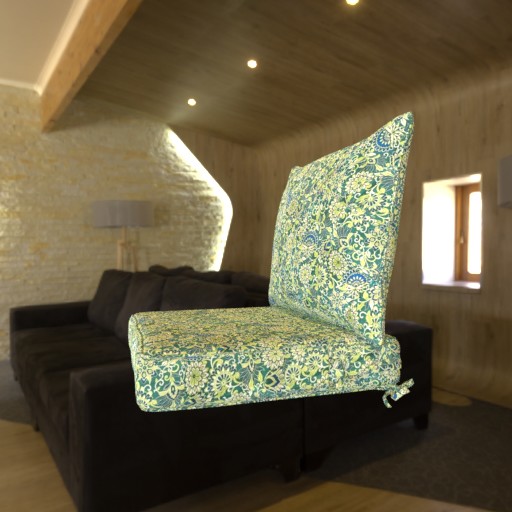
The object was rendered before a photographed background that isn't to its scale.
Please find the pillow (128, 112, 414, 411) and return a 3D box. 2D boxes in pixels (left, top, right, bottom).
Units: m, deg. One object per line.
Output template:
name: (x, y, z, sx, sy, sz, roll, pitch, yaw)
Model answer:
pillow: (0.000, 0.000, 1.356, 0.740, 0.722, 0.798, 0, 1, -18)
